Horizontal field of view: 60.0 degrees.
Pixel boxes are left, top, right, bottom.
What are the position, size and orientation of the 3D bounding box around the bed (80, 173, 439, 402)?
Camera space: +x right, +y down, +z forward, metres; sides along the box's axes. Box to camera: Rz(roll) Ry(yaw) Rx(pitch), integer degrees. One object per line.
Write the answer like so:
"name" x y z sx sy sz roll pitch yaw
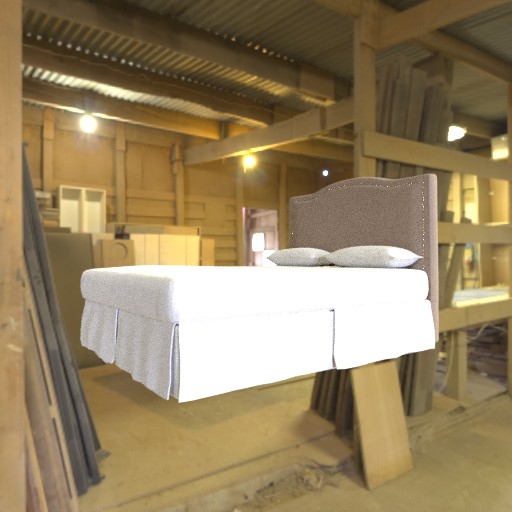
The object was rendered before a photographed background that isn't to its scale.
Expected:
"bed" 0.000 0.000 3.484 2.282 1.436 1.821 0 0 -35
